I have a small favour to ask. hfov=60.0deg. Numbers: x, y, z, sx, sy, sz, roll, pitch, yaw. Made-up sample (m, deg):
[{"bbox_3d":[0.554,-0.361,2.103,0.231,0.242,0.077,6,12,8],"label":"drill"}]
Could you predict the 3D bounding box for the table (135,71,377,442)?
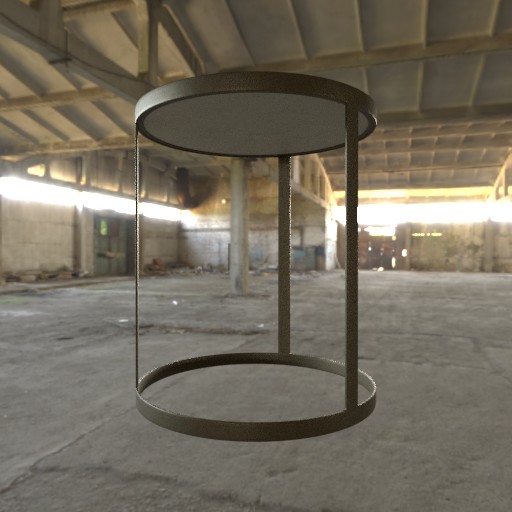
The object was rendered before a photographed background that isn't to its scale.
[{"bbox_3d":[0.000,0.000,0.915,0.480,0.565,0.480,0,0,0],"label":"table"}]
